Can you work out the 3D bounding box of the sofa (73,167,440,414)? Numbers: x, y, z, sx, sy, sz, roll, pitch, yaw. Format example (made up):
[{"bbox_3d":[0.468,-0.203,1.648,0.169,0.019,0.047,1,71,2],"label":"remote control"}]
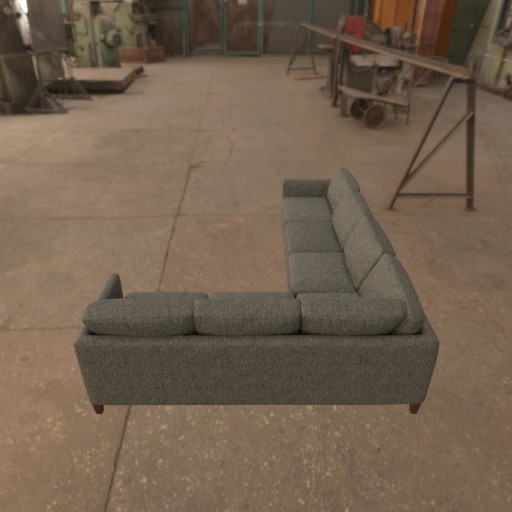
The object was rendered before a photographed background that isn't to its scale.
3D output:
[{"bbox_3d":[0.000,0.000,4.582,2.593,0.947,3.302,0,30,0],"label":"sofa"}]
